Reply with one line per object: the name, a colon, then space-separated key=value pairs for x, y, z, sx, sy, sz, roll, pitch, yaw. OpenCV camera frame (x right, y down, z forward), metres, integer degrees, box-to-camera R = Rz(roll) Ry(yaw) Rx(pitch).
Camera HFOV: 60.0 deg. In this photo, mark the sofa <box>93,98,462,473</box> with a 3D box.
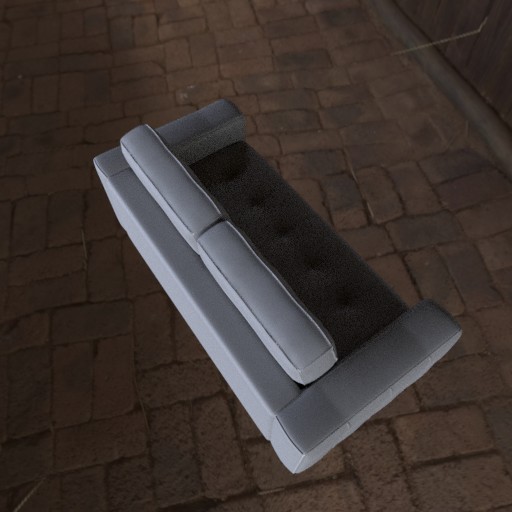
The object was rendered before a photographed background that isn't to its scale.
sofa: x=0.000 y=0.000 z=2.126 sx=0.833 sy=0.892 sz=1.726 roll=-31 pitch=63 yaw=-18
